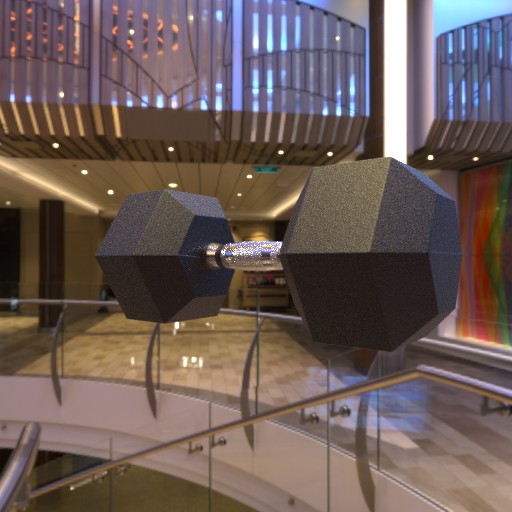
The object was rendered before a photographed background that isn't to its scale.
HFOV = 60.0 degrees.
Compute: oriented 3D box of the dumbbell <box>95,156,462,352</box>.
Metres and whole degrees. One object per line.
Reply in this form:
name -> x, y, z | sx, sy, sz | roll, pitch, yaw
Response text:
dumbbell -> 0.000, 0.000, 0.470 | 0.384, 0.150, 0.173 | -1, -1, 37
